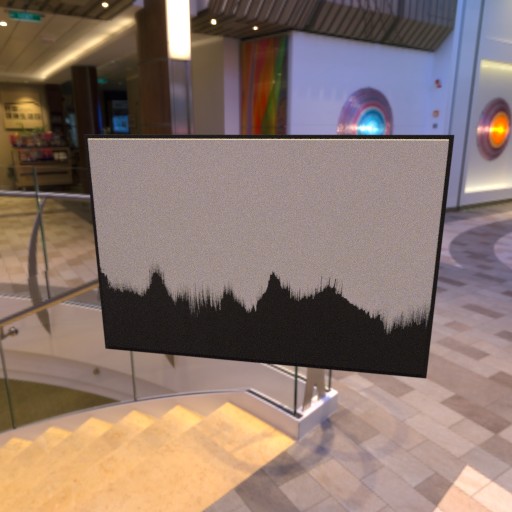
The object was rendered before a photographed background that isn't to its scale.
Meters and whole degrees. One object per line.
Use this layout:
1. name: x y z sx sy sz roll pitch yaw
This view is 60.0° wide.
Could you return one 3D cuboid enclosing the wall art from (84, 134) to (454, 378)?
1. wall art: 0.000 0.000 1.524 1.190 0.805 0.028 3 16 10
